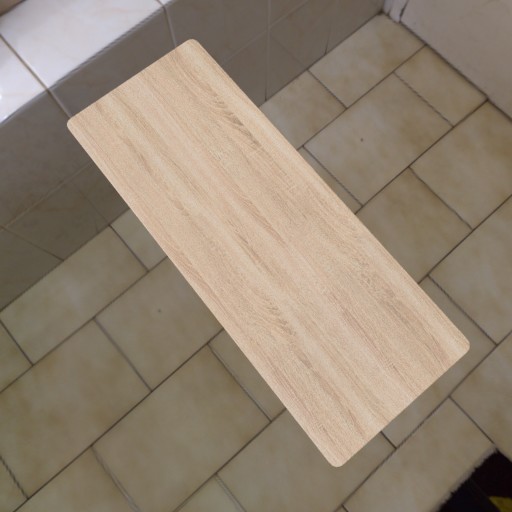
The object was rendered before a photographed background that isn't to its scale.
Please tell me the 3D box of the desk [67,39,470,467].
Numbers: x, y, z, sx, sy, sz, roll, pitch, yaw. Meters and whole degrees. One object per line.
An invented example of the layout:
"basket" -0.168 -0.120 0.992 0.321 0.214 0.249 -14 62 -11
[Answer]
"desk" 0.000 0.000 1.786 0.550 0.760 1.400 -38 79 -9
